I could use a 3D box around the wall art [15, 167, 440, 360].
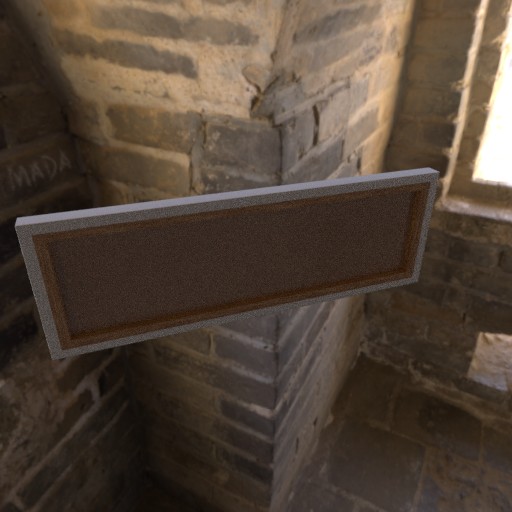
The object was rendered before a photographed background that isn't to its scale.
[{"bbox_3d":[0.000,0.000,0.841,0.766,0.256,0.036,-10,30,-18],"label":"wall art"}]
